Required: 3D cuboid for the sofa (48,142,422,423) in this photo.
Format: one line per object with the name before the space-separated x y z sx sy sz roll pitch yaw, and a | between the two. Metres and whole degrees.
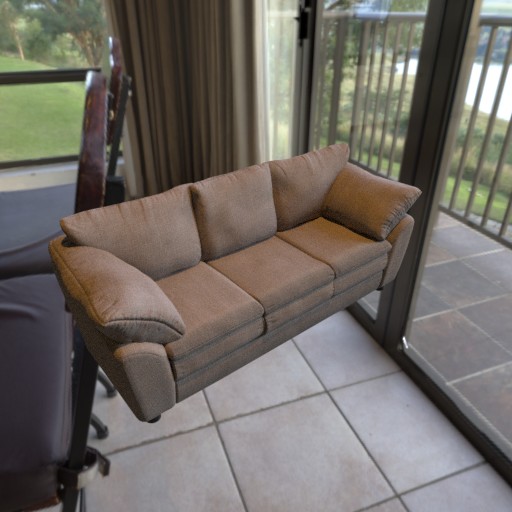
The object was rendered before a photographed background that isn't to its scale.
sofa | 0.000 0.000 2.861 2.334 0.996 0.878 -22 37 -33
